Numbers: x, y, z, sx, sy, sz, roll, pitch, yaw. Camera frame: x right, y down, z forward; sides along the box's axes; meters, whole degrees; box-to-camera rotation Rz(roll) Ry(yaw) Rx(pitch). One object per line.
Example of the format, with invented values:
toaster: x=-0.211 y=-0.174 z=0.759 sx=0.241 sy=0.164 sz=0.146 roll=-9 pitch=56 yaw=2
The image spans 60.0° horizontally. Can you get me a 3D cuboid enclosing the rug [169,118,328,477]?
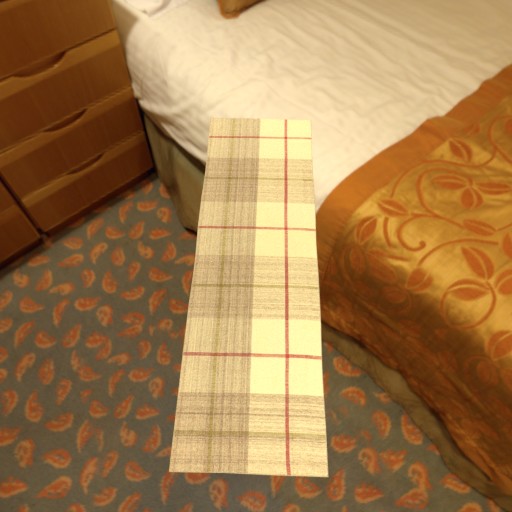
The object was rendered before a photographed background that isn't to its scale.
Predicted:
rug: x=0.000 y=0.000 z=2.746 sx=0.762 sy=0.013 sz=2.439 roll=1 pitch=59 yaw=1
